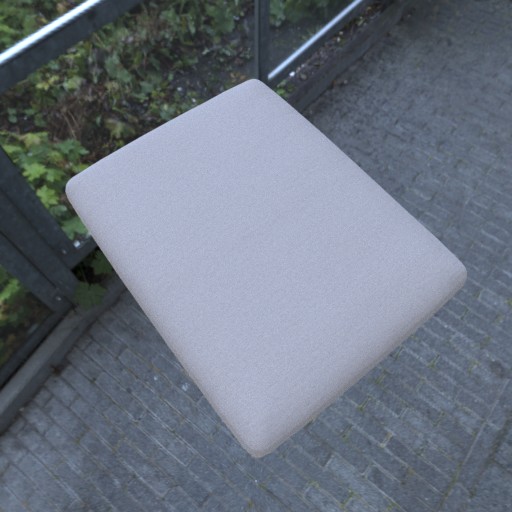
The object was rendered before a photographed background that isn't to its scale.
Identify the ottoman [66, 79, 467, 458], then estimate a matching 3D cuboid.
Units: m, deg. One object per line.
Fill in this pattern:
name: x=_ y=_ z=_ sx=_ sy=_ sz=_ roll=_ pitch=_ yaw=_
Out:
ottoman: x=0.000 y=0.000 z=1.123 sx=0.606 sy=0.420 sz=0.771 roll=-35 pitch=68 yaw=-16
